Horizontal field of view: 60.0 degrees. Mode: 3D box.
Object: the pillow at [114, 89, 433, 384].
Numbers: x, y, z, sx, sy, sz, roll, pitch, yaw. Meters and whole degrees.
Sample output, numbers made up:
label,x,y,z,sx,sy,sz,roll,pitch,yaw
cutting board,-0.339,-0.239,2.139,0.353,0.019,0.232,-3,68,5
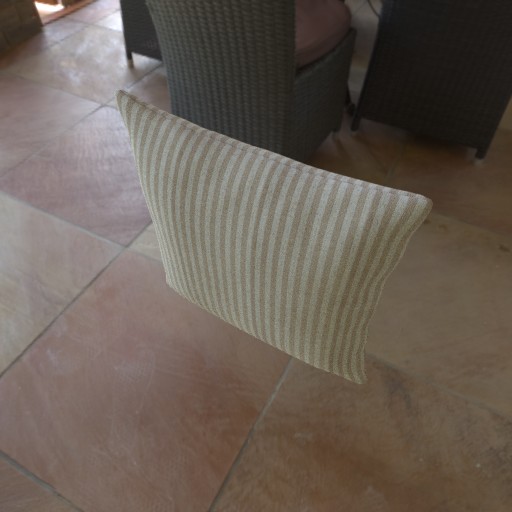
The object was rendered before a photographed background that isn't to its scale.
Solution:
label,x,y,z,sx,sy,sz,roll,pitch,yaw
pillow,0.000,0.000,0.814,0.523,0.510,0.166,25,53,20
